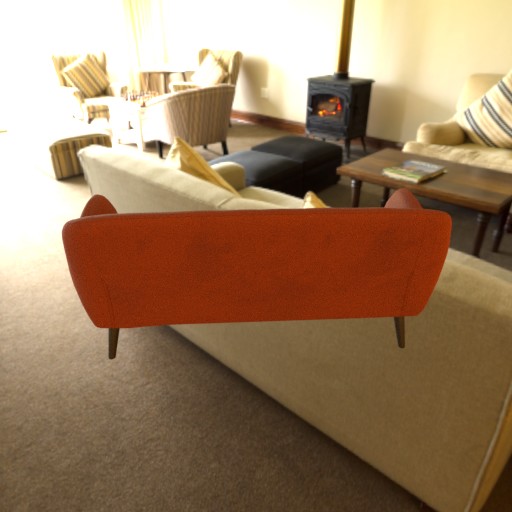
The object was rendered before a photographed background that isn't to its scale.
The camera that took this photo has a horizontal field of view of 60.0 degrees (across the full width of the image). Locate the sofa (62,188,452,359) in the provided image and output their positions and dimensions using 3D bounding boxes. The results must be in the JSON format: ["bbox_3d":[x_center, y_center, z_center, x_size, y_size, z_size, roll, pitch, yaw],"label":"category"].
[{"bbox_3d":[0.000,0.000,2.326,1.840,0.836,0.820,-2,29,-3],"label":"sofa"}]
